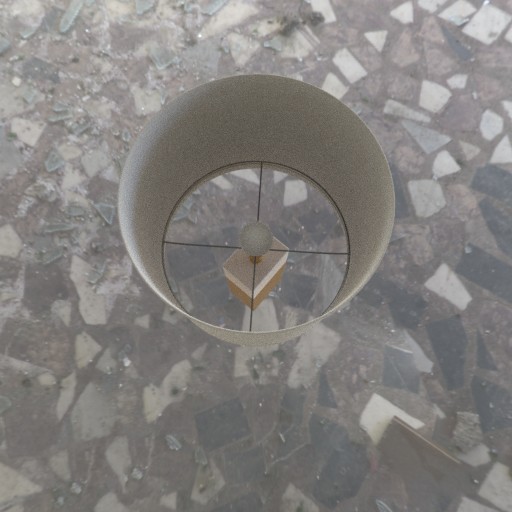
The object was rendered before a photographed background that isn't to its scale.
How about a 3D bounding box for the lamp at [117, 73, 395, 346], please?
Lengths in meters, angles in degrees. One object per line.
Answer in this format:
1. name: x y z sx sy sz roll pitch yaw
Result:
1. lamp: 0.000 0.000 0.567 0.229 0.417 0.229 40 79 9
